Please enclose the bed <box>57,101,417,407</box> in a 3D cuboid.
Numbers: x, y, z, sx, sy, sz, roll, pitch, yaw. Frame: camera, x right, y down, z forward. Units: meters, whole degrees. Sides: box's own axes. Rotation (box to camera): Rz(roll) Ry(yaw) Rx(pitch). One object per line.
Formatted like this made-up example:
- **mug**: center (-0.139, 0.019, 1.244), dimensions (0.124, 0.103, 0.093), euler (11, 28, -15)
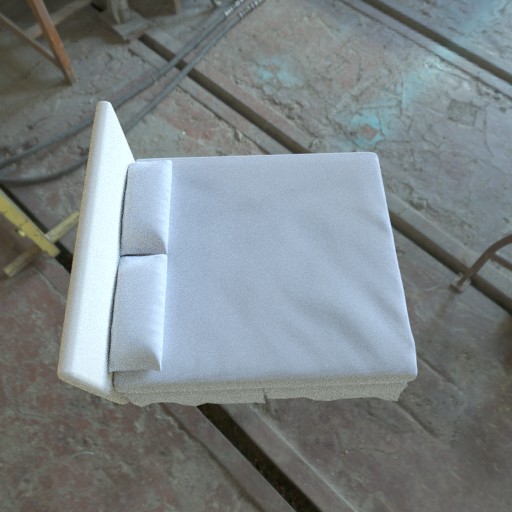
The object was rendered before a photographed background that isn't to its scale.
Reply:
- **bed**: center (0.000, 0.000, 3.480), dimensions (2.341, 1.317, 2.119), euler (-2, 65, -1)
